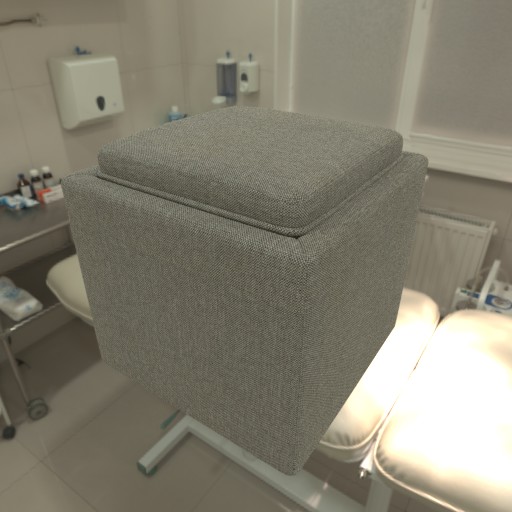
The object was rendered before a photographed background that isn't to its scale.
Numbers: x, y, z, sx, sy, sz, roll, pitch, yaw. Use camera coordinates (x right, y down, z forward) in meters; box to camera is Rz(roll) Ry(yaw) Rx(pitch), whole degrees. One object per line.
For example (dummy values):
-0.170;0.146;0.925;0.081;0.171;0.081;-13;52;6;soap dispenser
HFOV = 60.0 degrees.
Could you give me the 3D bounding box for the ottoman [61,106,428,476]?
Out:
0.000;0.000;0.823;0.450;0.460;0.450;19;36;29;ottoman
